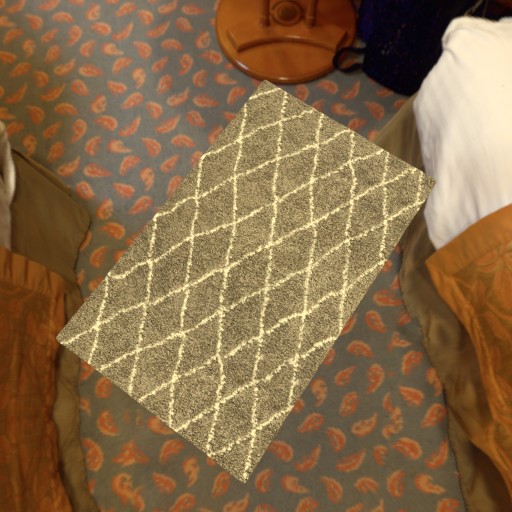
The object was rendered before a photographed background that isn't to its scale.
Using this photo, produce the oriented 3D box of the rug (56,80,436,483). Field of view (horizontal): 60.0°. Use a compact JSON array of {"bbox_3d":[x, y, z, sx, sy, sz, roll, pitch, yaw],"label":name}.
[{"bbox_3d":[0.000,0.000,3.073,1.524,0.030,2.438,34,77,9],"label":"rug"}]
